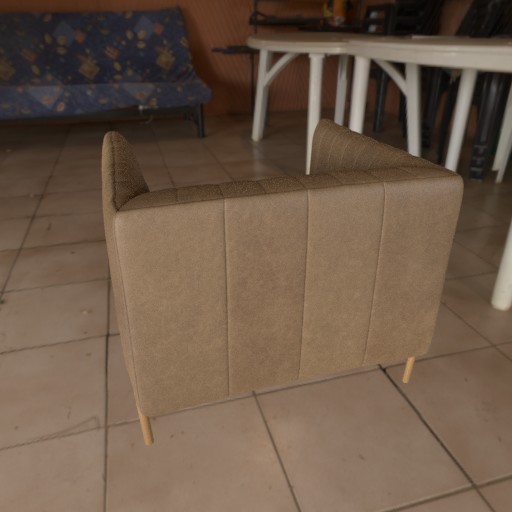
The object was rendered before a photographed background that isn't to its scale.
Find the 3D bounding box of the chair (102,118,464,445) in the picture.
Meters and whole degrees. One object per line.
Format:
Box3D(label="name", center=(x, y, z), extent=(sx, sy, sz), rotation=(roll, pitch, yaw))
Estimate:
Box3D(label="chair", center=(0.000, 0.000, 1.573), extent=(0.981, 0.779, 0.876), rotation=(-8, 28, -15))
